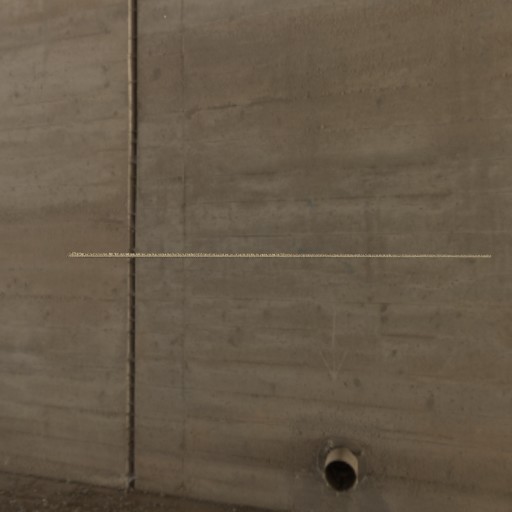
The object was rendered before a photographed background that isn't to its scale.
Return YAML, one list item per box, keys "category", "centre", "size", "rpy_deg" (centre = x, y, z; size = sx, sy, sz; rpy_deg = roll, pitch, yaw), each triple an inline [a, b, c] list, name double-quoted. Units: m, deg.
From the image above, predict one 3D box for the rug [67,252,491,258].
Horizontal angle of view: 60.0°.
- category: "rug"
  centre: [0.000, 0.000, 4.101]
  size: [3.052, 0.030, 2.429]
  rpy_deg: [0, 0, -19]
